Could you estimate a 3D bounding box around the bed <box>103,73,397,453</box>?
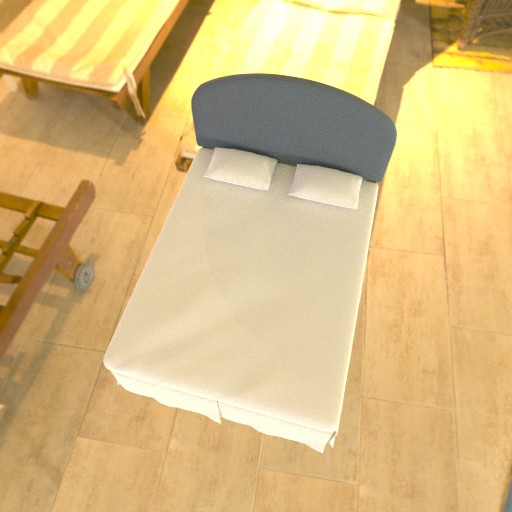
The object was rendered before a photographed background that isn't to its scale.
[{"bbox_3d":[0.000,0.000,3.033,1.607,1.410,2.005,13,60,8],"label":"bed"}]
